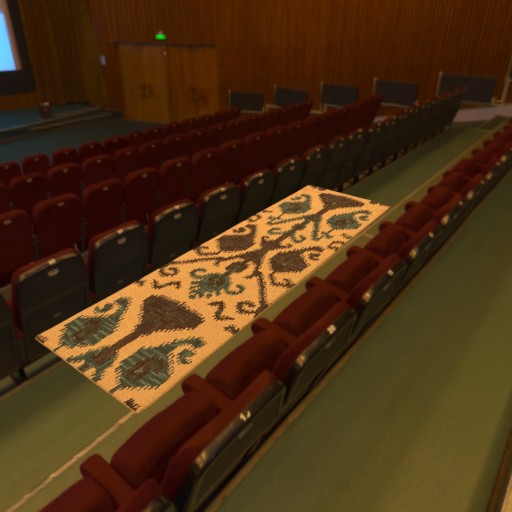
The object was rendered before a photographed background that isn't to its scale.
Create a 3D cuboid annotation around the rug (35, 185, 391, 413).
[{"bbox_3d":[0.000,0.000,2.547,0.692,0.017,2.301,21,36,31],"label":"rug"}]
